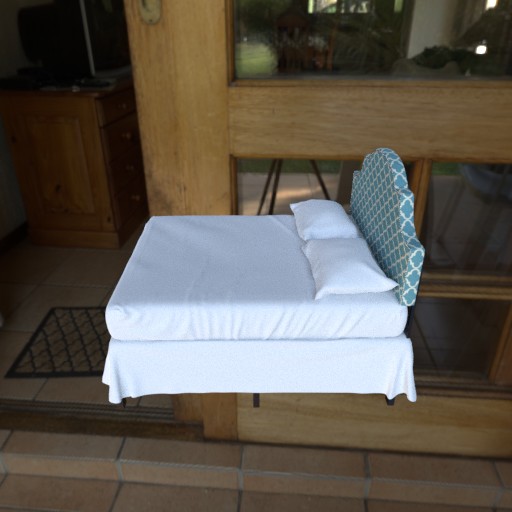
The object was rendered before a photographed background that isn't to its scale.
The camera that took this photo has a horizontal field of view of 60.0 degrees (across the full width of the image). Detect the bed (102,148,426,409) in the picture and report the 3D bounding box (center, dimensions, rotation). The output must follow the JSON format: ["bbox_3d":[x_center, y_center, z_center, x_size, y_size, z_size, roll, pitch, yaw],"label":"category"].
[{"bbox_3d":[0.000,0.000,3.473,2.222,1.633,1.780,-1,28,-1],"label":"bed"}]
